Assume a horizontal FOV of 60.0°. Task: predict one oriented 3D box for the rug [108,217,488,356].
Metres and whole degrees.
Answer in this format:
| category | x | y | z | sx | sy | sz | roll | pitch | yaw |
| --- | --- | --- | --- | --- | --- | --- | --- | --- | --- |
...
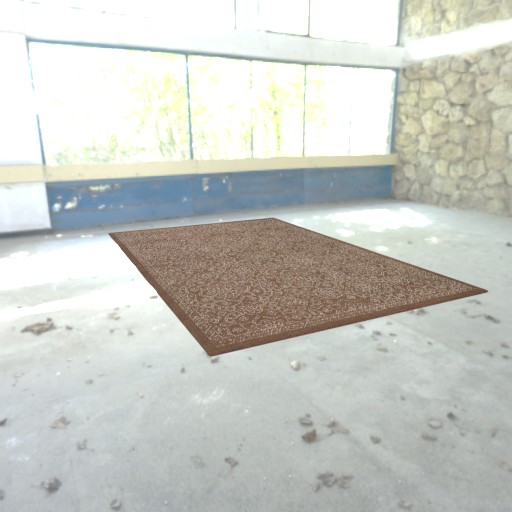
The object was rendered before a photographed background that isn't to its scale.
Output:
| category | x | y | z | sx | sy | sz | roll | pitch | yaw |
| --- | --- | --- | --- | --- | --- | --- | --- | --- | --- |
| rug | 0.000 | 0.000 | 2.338 | 1.219 | 0.010 | 1.829 | -8 | 17 | -26 |
